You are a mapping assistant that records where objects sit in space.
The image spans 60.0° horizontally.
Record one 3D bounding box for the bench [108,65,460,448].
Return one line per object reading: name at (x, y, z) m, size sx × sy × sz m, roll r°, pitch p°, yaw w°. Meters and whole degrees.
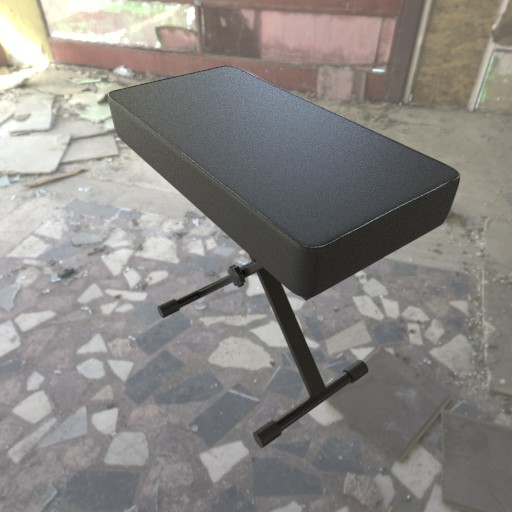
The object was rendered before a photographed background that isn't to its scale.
bench at (0.000, 0.000, 0.915) m, size 0.300 × 0.561 × 0.600 m, roll -25°, pitch 46°, yaw -27°
